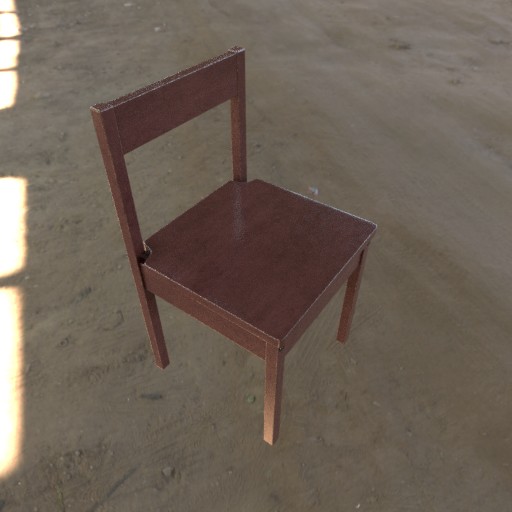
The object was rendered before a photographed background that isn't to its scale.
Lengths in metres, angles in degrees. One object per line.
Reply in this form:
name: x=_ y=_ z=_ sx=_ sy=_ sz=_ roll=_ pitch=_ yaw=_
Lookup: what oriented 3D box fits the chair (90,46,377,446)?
chair: x=0.000 y=0.000 z=0.912 sx=0.361 sy=0.668 sz=0.367 roll=26 pitch=48 yaw=26
